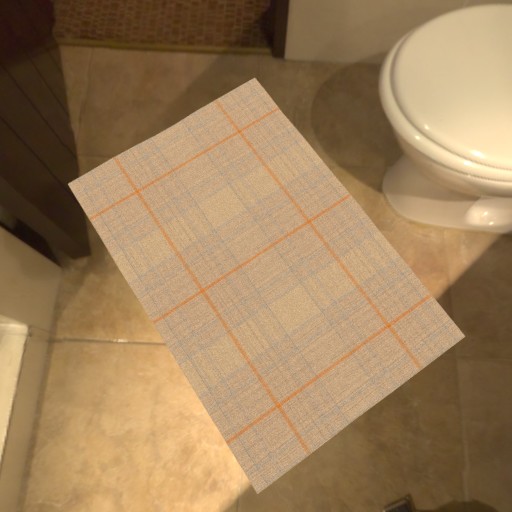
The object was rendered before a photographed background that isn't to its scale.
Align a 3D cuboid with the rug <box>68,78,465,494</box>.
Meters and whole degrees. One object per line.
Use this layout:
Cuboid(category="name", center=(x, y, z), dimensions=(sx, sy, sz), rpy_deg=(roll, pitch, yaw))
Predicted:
Cuboid(category="rug", center=(0.000, 0.000, 2.280), dimensions=(1.232, 0.015, 1.825), rpy_deg=(-33, 76, -10))
